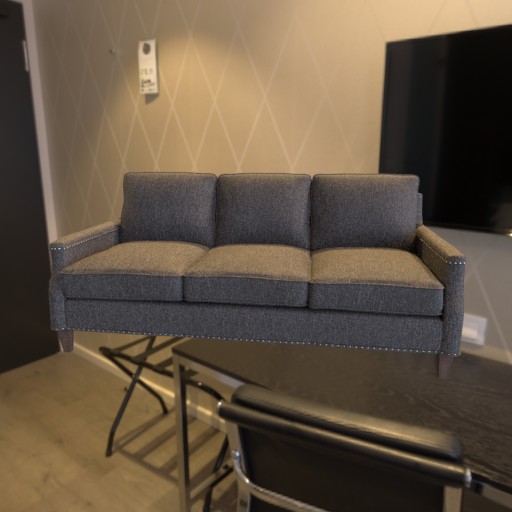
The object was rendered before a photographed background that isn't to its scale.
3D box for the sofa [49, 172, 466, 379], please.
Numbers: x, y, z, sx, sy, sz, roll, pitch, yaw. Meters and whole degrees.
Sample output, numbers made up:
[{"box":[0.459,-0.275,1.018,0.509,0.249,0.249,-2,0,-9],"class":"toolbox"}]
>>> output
[{"box":[0.000,0.000,2.804,2.246,1.003,1.084,2,14,8],"class":"sofa"}]
